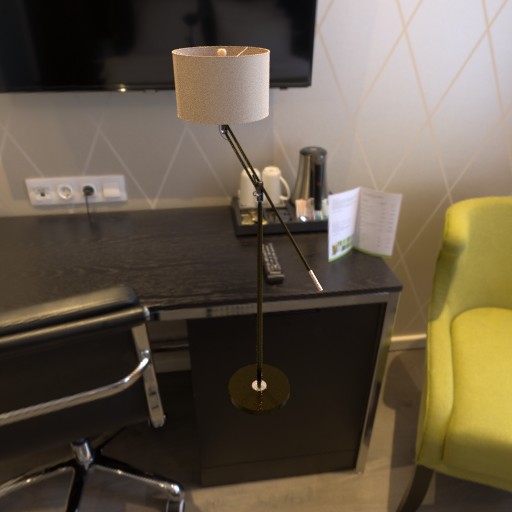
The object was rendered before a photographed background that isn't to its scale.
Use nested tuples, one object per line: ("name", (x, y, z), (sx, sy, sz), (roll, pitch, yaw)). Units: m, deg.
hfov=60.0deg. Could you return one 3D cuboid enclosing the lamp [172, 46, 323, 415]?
("lamp", (0.000, 0.000, 1.963), (0.373, 1.635, 0.809), (-21, 36, -32))
